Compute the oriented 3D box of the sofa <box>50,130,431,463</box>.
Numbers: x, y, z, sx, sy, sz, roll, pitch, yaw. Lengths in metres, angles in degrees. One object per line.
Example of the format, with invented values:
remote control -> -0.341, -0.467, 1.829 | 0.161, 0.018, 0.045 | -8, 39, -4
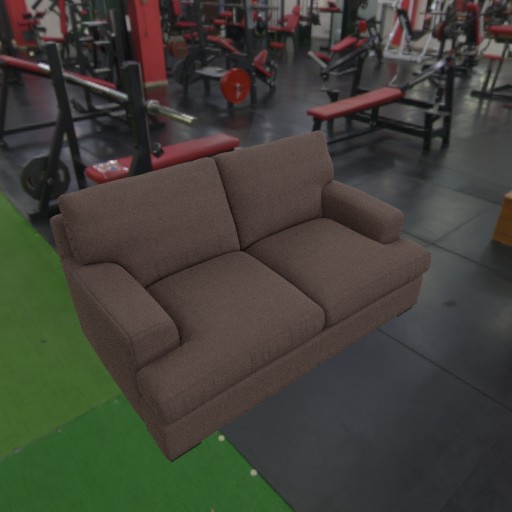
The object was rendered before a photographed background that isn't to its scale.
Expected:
sofa -> 0.000, 0.000, 2.498 | 1.869, 0.950, 1.140 | -23, 39, -31
